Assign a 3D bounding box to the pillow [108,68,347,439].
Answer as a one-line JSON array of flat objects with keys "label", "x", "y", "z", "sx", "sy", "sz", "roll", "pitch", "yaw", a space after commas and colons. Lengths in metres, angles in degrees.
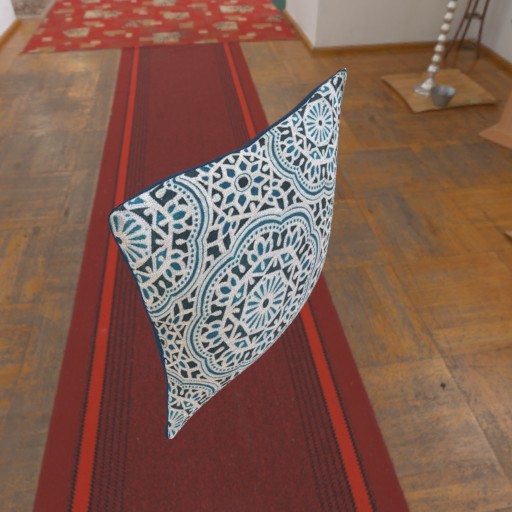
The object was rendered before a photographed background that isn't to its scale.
[{"label": "pillow", "x": 0.000, "y": 0.000, "z": 0.650, "sx": 0.145, "sy": 0.420, "sz": 0.440, "roll": 26, "pitch": 48, "yaw": 26}]
